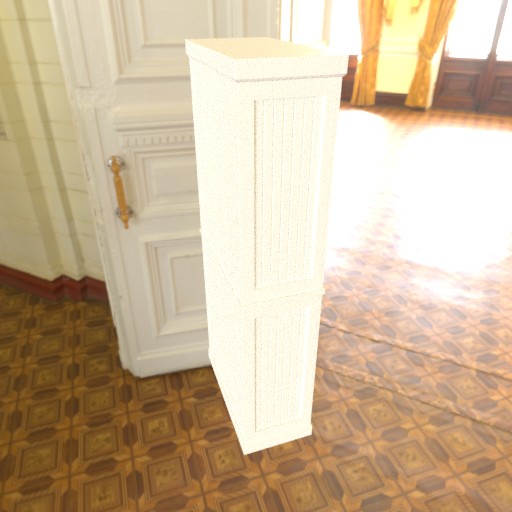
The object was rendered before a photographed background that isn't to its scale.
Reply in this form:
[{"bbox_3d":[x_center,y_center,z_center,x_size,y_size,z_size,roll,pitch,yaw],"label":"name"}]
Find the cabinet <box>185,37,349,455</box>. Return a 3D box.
[{"bbox_3d":[0.000,0.000,2.125,0.390,1.829,0.754,-10,32,-16],"label":"cabinet"}]
